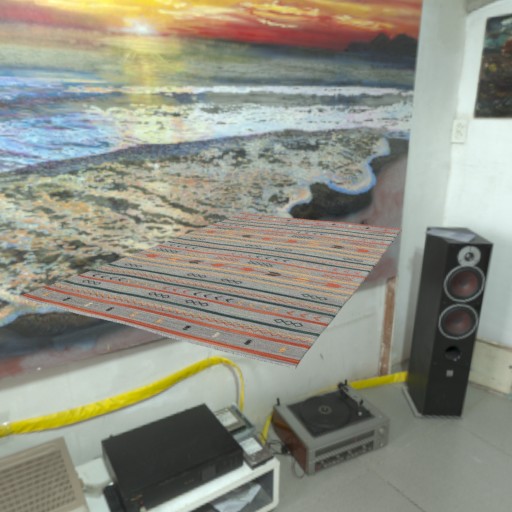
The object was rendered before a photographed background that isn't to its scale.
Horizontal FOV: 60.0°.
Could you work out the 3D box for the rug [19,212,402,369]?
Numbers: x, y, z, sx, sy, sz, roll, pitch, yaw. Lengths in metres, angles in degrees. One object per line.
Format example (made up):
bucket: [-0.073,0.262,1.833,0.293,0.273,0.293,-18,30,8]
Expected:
rug: [0.000,0.000,3.002,1.537,0.029,2.439,8,19,25]
